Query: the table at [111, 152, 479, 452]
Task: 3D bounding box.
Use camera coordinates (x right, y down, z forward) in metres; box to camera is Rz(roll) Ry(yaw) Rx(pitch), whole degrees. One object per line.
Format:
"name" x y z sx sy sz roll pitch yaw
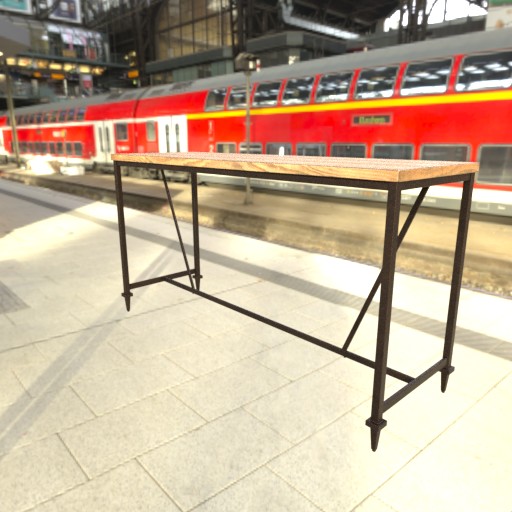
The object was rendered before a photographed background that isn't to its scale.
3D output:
"table" 0.000 0.000 2.073 0.551 0.902 1.700 -14 20 -42
